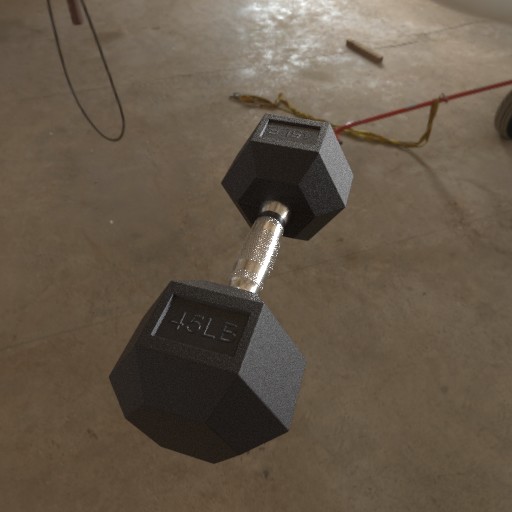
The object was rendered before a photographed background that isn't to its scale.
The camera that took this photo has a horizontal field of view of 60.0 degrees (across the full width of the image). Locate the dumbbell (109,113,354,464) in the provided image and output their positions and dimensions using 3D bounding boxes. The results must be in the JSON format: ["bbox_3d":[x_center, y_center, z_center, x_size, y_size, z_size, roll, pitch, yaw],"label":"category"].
[{"bbox_3d":[0.000,0.000,0.422,0.141,0.123,0.356,13,48,11],"label":"dumbbell"}]
